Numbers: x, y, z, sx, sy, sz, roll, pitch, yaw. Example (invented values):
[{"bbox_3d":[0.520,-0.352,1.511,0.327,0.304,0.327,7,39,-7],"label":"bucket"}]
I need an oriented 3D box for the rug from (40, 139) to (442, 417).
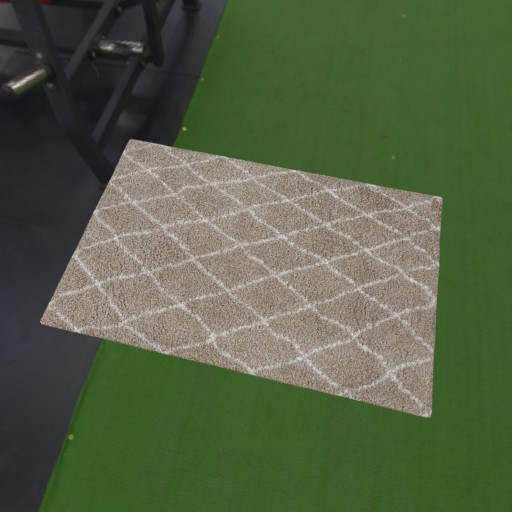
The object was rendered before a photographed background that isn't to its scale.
[{"bbox_3d":[0.000,0.000,3.408,2.743,0.030,1.778,12,63,6],"label":"rug"}]
